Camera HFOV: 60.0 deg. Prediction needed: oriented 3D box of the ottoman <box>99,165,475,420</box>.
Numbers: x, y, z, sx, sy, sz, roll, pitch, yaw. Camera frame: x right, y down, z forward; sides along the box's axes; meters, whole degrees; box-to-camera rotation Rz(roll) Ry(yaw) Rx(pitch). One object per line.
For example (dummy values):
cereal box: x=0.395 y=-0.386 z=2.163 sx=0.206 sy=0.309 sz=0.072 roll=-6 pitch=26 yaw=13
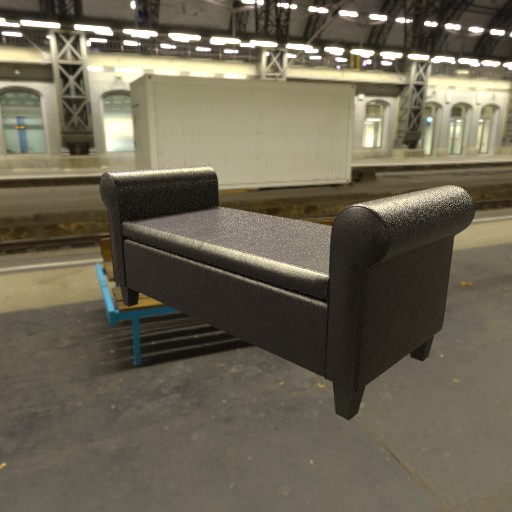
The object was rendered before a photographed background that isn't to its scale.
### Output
ottoman: x=0.000 y=0.000 z=1.565 sx=1.256 sy=0.547 sz=0.521 roll=15 pitch=22 yaw=42
